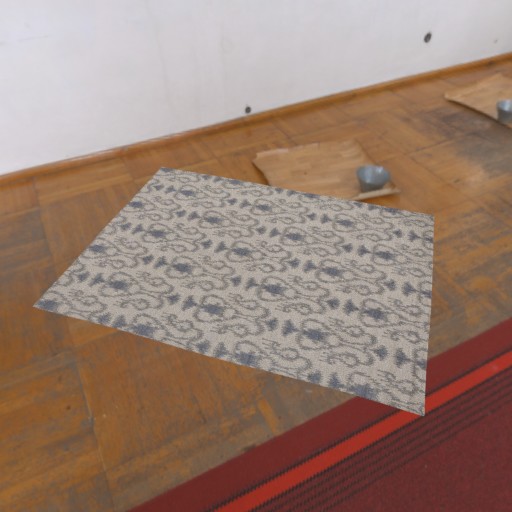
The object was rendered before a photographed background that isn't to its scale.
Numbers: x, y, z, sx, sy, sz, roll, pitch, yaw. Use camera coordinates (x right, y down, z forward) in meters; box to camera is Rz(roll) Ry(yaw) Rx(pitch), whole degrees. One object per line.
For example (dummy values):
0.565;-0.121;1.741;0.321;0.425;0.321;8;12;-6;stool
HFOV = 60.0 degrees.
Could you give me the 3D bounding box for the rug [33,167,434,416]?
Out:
0.000;0.000;2.974;2.261;0.013;1.676;12;44;13;rug
